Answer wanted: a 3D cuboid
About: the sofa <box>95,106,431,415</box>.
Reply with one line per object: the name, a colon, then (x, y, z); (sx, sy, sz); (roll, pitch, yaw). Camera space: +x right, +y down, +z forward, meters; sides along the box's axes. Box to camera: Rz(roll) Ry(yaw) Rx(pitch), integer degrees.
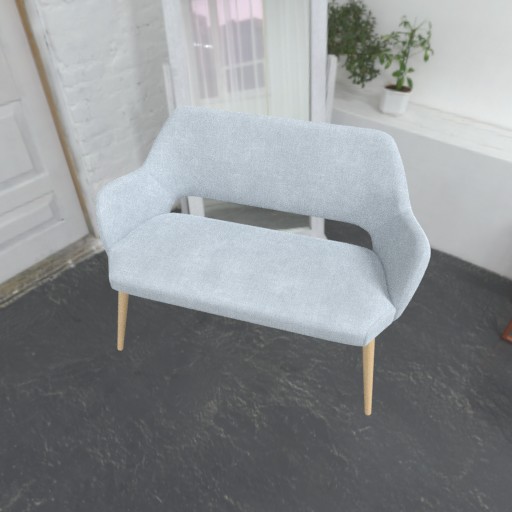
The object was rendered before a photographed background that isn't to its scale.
sofa: (0.000, 0.000, 1.659); (1.150, 0.840, 0.610); (11, 43, 12)
